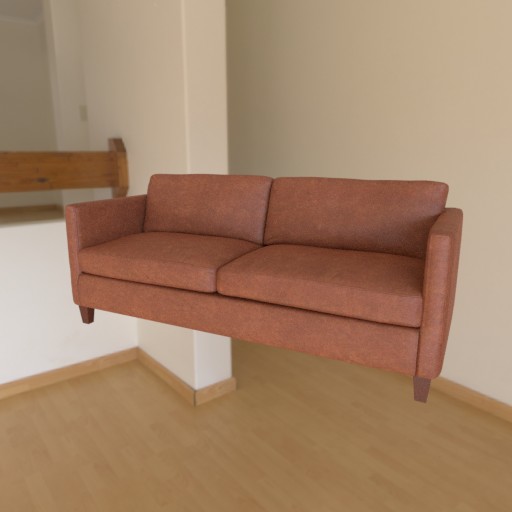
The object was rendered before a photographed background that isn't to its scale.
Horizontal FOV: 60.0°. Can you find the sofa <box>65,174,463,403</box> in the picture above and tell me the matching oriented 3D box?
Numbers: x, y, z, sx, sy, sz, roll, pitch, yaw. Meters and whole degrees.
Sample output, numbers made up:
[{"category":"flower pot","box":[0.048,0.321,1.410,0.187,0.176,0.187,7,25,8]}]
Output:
[{"category":"sofa","box":[0.000,0.000,2.676,2.204,0.932,0.950,7,15,26]}]
